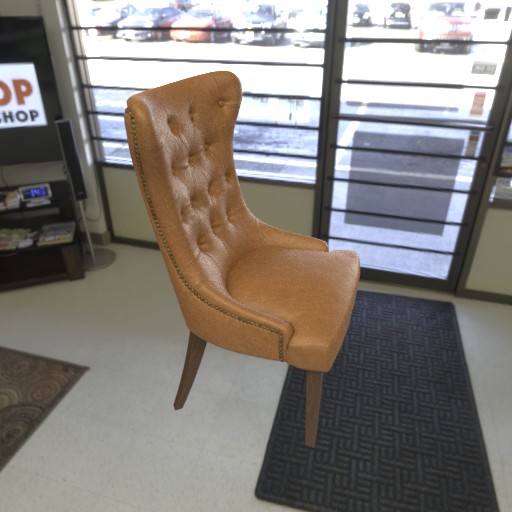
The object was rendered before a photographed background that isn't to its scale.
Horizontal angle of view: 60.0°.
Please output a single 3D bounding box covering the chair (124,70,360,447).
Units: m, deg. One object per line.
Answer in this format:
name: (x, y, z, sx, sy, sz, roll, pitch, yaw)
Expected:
chair: (0.000, 0.000, 1.473, 0.669, 1.065, 0.611, 10, 32, 17)
